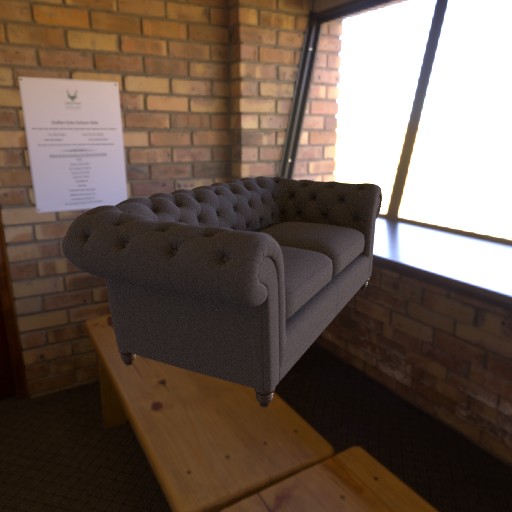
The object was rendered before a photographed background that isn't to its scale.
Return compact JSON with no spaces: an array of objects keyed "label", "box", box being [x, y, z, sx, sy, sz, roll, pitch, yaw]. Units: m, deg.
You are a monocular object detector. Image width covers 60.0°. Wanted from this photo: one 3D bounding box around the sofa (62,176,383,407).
[{"label":"sofa","box":[0.000,0.000,2.538,0.986,0.764,1.998,8,17,26]}]
